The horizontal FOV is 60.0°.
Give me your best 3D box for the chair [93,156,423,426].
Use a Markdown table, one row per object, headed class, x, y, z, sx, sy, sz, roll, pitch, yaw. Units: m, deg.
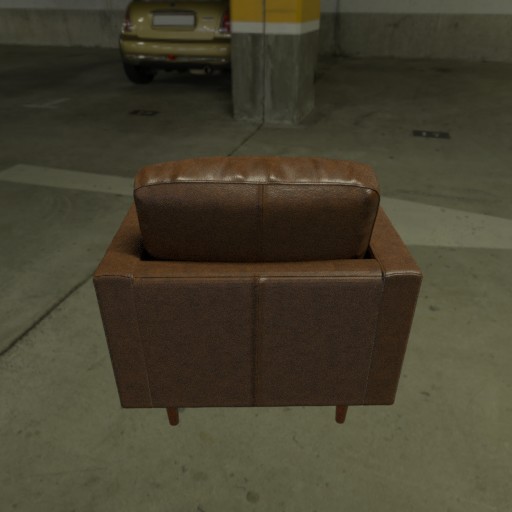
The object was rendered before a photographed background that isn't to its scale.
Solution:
| class | x | y | z | sx | sy | sz | roll | pitch | yaw |
| --- | --- | --- | --- | --- | --- | --- | --- | --- | --- |
| chair | 0.000 | 0.000 | 1.676 | 0.890 | 0.956 | 0.909 | 0 | 31 | -1 |
